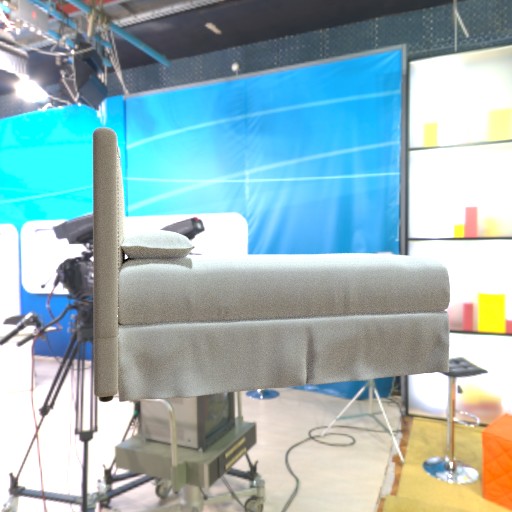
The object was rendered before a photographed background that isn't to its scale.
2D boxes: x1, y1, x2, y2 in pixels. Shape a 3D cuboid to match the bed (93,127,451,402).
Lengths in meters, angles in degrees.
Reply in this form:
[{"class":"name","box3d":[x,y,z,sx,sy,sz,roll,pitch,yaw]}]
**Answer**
[{"class":"bed","box3d":[0.000,0.000,3.259,2.143,1.460,1.753,0,1,-16]}]
